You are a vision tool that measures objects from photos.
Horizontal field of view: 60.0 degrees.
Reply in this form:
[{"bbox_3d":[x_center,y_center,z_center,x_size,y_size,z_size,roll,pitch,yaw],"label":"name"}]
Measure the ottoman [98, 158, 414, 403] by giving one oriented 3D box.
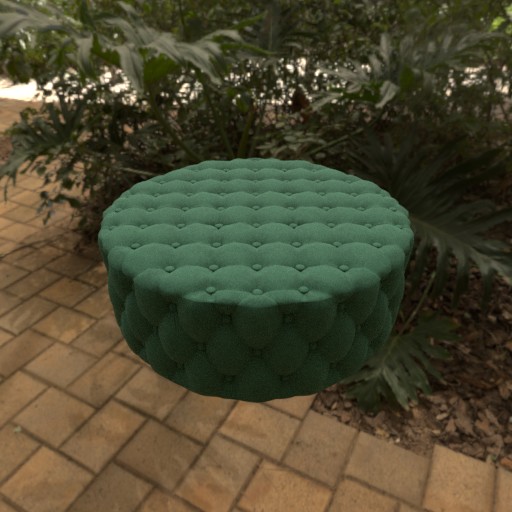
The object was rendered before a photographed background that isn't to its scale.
[{"bbox_3d":[0.000,0.000,1.532,0.998,0.399,0.998,0,33,0],"label":"ottoman"}]
